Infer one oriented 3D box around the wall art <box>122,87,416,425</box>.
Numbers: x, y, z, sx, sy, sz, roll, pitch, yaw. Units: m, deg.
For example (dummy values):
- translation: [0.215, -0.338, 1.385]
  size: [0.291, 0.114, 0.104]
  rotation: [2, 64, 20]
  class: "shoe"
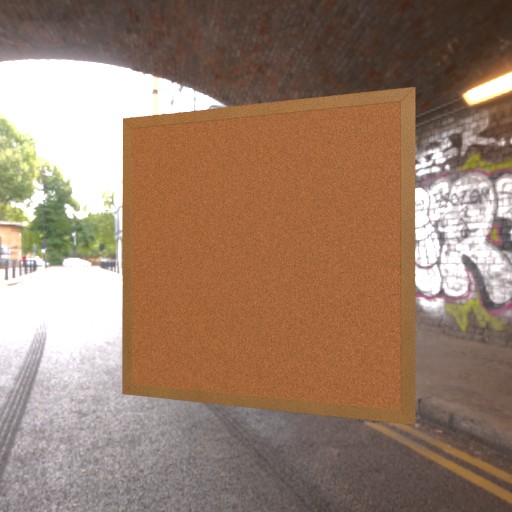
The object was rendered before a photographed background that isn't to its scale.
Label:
- translation: [0.000, 0.000, 1.129]
  size: [0.763, 0.763, 0.037]
  rotation: [0, 0, 17]
  class: "wall art"
